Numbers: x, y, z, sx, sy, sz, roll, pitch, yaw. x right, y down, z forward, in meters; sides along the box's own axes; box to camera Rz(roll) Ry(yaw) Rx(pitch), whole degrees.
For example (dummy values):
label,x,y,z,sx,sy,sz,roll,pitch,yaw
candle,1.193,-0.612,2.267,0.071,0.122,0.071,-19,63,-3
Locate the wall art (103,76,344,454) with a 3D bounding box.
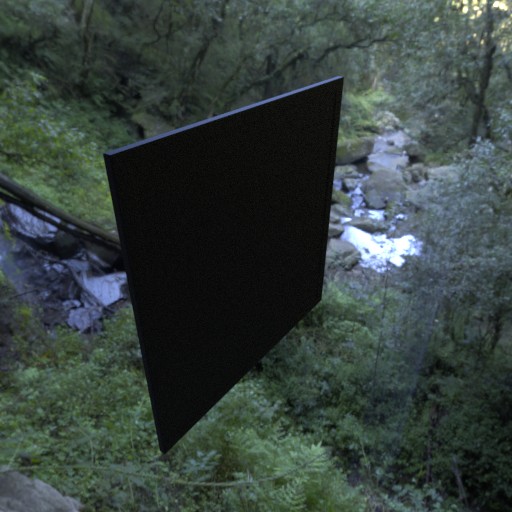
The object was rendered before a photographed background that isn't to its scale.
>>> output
label,x,y,z,sx,sy,sz,roll,pitch,yaw
wall art,0.000,0.000,0.839,0.012,0.558,0.562,22,39,31
